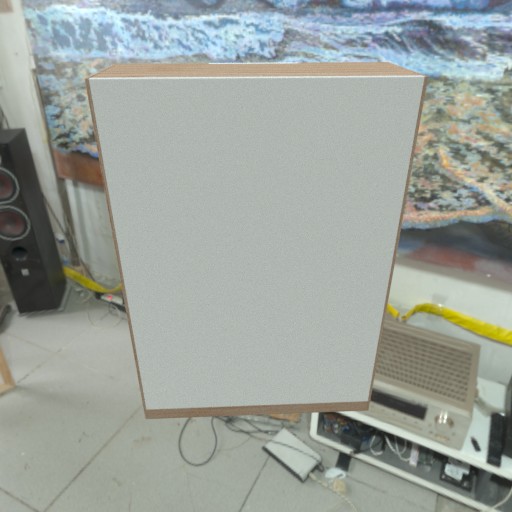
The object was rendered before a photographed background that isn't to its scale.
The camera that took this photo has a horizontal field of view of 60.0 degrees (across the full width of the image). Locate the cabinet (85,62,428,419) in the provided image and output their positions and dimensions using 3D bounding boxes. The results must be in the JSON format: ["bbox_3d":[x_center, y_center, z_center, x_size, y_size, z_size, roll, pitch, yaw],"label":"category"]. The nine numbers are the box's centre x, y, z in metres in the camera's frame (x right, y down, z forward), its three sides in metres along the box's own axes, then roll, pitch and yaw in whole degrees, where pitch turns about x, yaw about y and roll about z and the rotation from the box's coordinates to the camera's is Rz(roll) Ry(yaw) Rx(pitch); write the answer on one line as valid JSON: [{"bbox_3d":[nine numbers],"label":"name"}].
[{"bbox_3d":[0.000,0.000,2.709,1.500,2.120,0.590,-1,30,-2],"label":"cabinet"}]
